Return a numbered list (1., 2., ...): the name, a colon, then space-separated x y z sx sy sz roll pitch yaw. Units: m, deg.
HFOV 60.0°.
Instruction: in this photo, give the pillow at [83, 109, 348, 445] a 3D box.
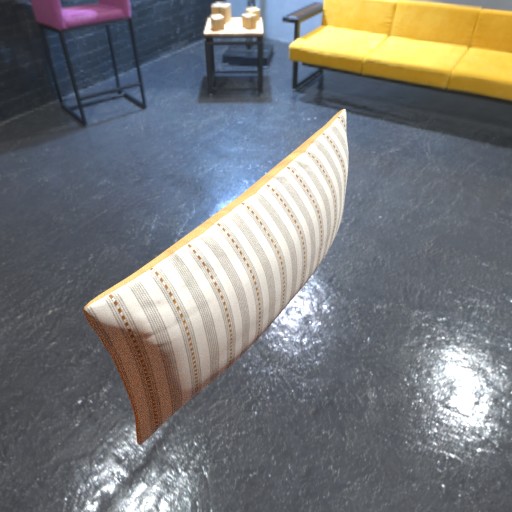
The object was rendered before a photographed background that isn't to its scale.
1. pillow: 0.000 0.000 0.733 0.151 0.291 0.608 24 47 25
